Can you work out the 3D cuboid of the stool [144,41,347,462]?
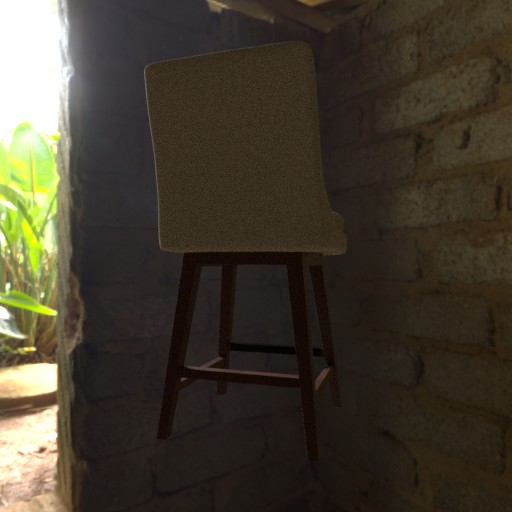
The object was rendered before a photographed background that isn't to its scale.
[{"bbox_3d":[0.000,0.000,1.314,0.483,0.991,0.559,0,0,18],"label":"stool"}]
